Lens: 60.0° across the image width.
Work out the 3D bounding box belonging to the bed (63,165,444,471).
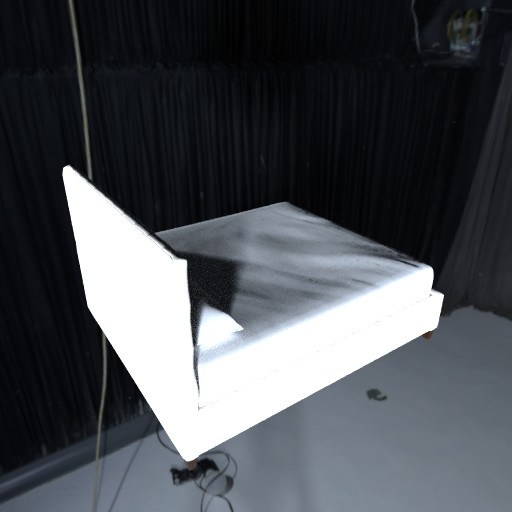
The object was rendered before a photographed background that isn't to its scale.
[{"bbox_3d":[0.000,0.000,3.686,2.387,1.427,2.078,-17,31,-30],"label":"bed"}]
